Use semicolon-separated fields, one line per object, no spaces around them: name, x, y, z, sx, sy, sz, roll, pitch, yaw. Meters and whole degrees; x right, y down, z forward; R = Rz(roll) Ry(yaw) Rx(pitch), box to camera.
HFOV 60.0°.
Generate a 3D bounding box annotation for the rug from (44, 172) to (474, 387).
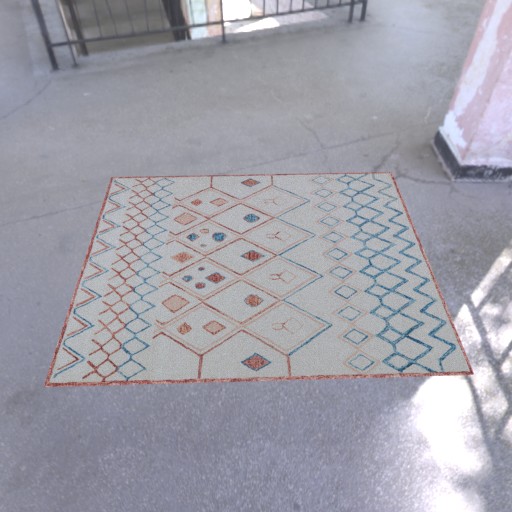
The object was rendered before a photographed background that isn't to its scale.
rug;0.000;0.000;3.977;3.050;0.016;2.441;-1;46;-1
